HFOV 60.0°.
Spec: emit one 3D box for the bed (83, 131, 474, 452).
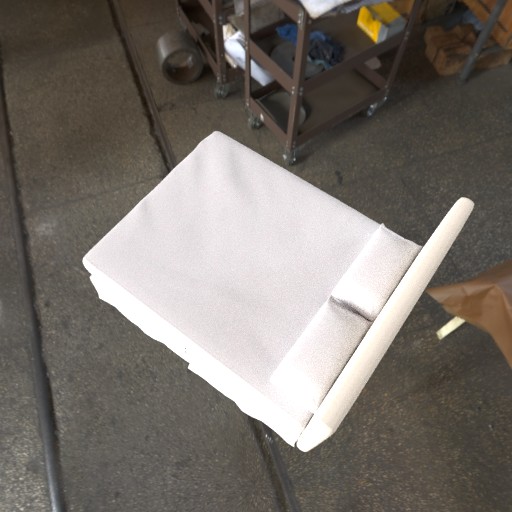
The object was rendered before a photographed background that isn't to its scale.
[{"bbox_3d":[0.000,0.000,3.242,2.142,1.330,1.713,33,67,16],"label":"bed"}]
